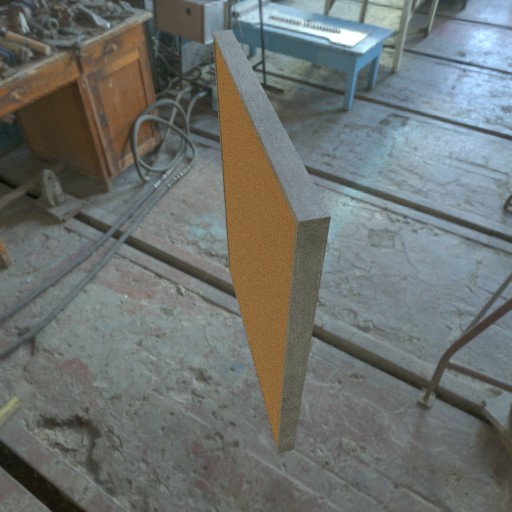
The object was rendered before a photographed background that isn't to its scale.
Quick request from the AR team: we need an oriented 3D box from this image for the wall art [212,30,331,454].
[{"bbox_3d":[0.000,0.000,0.693,0.032,0.521,0.421,-10,47,-9],"label":"wall art"}]
